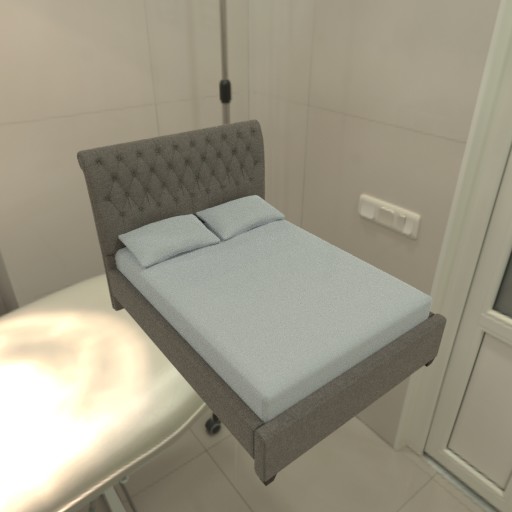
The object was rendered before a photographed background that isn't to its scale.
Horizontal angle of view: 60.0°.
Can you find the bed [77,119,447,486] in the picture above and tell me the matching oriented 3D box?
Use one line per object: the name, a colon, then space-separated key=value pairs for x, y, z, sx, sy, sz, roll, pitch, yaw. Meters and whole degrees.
bed: x=0.000 y=0.000 z=3.279 sx=1.645 sy=1.371 sz=2.252 roll=-21 pitch=36 yaw=-32
